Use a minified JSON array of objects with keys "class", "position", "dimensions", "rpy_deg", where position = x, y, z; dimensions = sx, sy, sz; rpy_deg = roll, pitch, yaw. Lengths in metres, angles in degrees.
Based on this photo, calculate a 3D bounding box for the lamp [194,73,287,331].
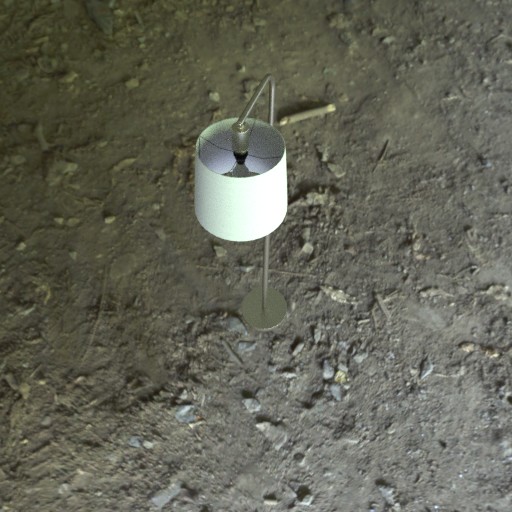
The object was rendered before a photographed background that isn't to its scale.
[{"class":"lamp","position":[0.000,0.000,1.673],"dimensions":[0.254,1.478,0.508],"rpy_deg":[17,60,10]}]
